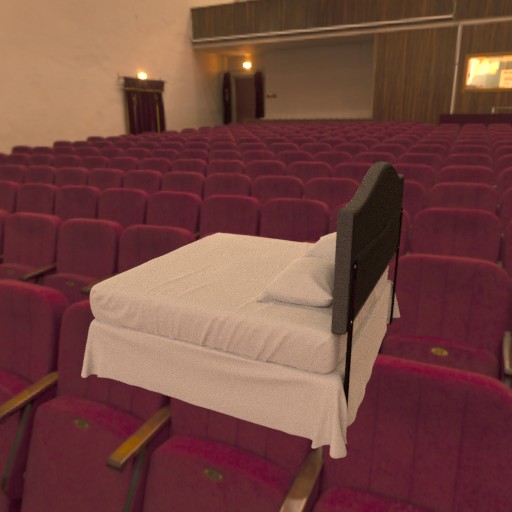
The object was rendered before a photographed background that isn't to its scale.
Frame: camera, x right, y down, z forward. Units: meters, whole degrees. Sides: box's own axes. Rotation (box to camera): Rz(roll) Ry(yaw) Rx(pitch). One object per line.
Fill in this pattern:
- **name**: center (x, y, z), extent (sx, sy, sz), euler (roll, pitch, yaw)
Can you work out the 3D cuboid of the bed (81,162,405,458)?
- **bed**: center (0.000, 0.000, 3.808), extent (2.219, 1.651, 2.314), euler (8, 18, 24)
